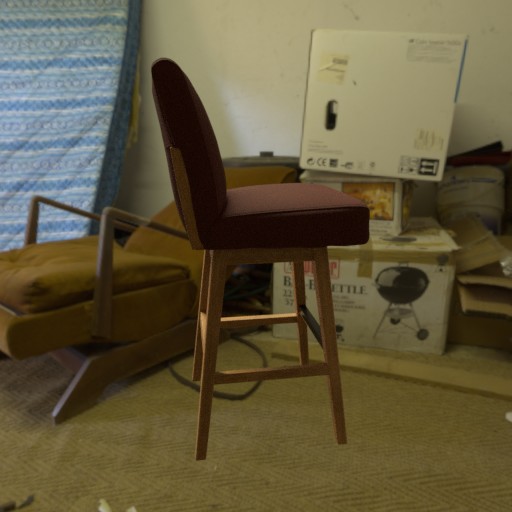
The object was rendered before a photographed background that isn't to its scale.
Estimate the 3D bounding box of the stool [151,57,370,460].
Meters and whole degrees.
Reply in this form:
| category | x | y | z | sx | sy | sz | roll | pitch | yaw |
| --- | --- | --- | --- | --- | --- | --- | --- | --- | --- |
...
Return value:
| category | x | y | z | sx | sy | sz | roll | pitch | yaw |
| --- | --- | --- | --- | --- | --- | --- | --- | --- | --- |
| stool | 0.000 | 0.000 | 1.387 | 0.562 | 1.093 | 0.468 | -2 | 16 | -9 |
